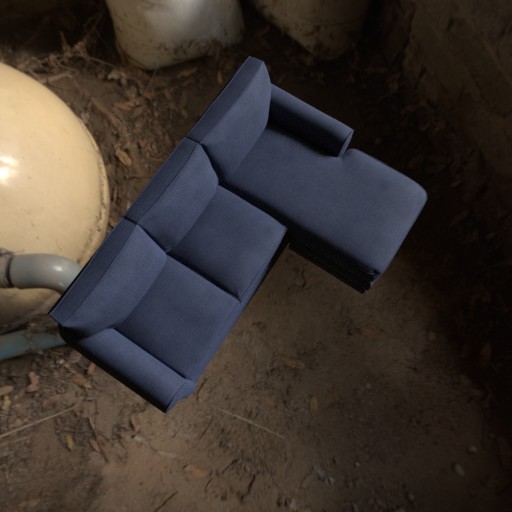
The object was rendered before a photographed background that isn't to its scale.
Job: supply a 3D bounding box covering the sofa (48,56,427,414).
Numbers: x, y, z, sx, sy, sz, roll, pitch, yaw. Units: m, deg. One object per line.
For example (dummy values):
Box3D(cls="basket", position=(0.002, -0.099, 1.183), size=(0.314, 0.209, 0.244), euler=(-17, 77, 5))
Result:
Box3D(cls="sofa", position=(0.000, 0.000, 3.378), size=(1.780, 1.063, 2.567), euler=(32, 77, 9))
